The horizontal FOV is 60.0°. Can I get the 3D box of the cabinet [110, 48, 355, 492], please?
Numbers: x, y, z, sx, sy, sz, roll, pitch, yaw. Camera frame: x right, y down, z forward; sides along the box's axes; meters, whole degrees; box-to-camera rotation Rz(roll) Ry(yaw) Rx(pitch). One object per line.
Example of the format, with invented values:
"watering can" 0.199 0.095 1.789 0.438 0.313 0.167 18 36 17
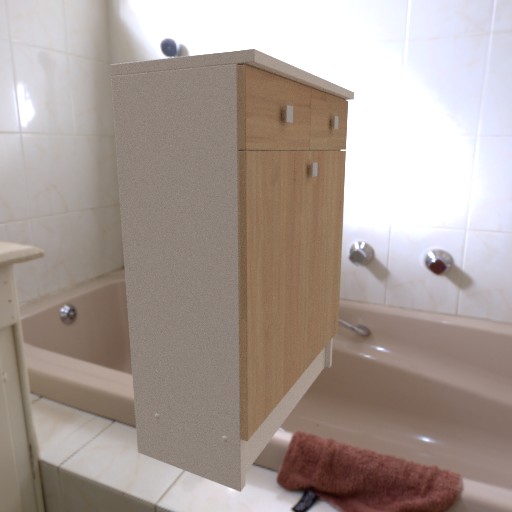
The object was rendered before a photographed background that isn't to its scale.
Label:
"cabinet" 0.000 0.000 1.098 0.296 0.815 0.600 7 15 26
